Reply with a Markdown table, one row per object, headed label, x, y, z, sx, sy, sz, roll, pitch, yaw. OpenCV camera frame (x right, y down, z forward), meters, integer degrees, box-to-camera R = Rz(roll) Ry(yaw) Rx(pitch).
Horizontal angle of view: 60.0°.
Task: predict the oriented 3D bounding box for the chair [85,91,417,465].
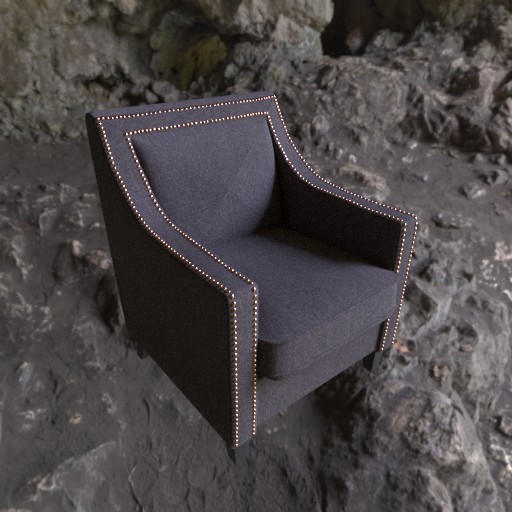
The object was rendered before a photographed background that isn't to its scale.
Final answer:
| label | x | y | z | sx | sy | sz | roll | pitch | yaw |
| --- | --- | --- | --- | --- | --- | --- | --- | --- | --- |
| chair | 0.000 | 0.000 | 1.580 | 0.776 | 0.967 | 0.884 | -21 | 34 | -33 |
